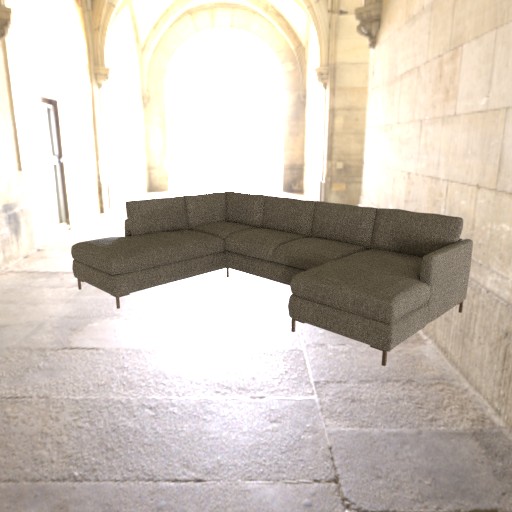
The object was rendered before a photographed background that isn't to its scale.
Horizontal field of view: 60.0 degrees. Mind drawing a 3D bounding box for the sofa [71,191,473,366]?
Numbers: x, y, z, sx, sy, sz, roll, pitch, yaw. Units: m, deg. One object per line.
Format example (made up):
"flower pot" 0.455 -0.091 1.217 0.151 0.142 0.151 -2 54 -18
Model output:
"sofa" 0.000 0.000 3.575 2.737 0.756 1.879 14 20 43
